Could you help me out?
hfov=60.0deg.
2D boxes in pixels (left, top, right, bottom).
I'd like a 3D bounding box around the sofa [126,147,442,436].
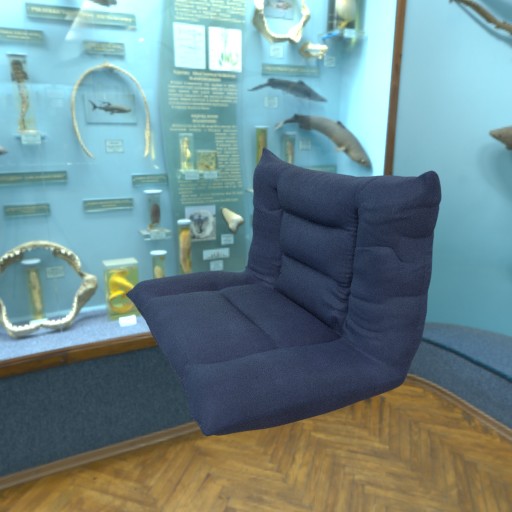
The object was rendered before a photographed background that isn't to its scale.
[{"bbox_3d":[0.000,0.000,1.726,0.849,0.778,1.122,-7,17,-24],"label":"sofa"}]
